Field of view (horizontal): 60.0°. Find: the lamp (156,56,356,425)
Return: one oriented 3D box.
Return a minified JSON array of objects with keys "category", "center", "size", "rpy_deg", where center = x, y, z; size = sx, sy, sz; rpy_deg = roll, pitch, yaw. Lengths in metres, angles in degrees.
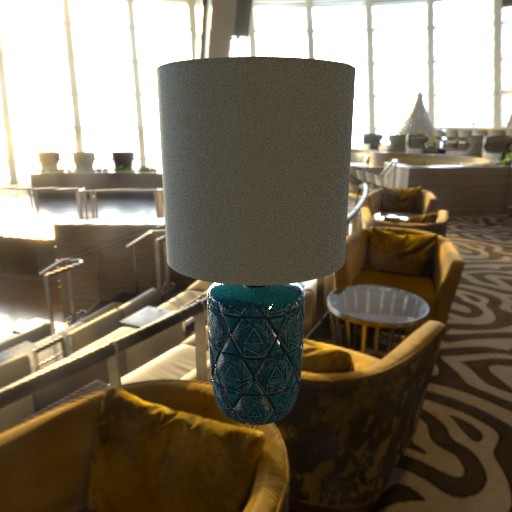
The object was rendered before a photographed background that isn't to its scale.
[{"category":"lamp","center":[0.000,0.000,0.488],"size":[0.193,0.377,0.193],"rpy_deg":[8,18,26]}]
